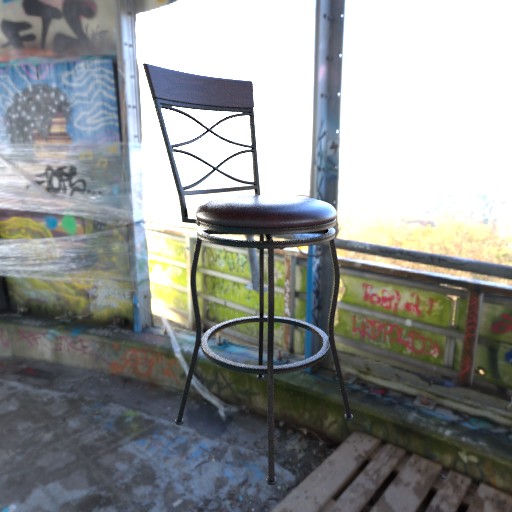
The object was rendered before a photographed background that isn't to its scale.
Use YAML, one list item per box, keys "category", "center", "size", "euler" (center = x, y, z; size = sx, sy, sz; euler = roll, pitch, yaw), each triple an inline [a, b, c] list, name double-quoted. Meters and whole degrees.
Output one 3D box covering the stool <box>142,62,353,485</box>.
- category: "stool"
  center: [0.000, 0.000, 1.395]
  size: [0.513, 1.130, 0.448]
  euler: [12, 18, 41]
